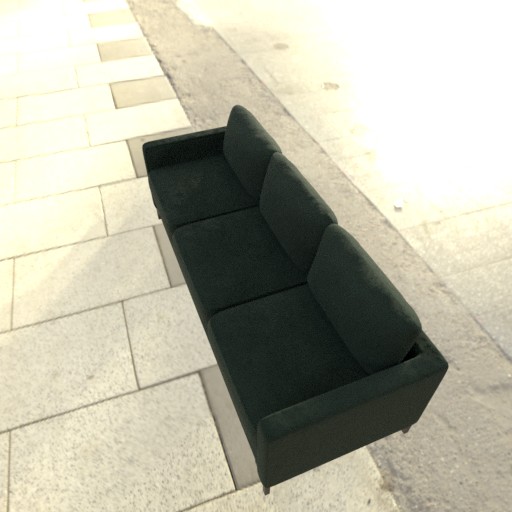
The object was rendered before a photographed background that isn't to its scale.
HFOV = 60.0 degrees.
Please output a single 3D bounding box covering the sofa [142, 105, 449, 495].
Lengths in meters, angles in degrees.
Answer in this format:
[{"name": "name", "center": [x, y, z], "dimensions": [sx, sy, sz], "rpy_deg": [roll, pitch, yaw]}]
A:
[{"name": "sofa", "center": [0.000, 0.000, 2.596], "dimensions": [0.859, 0.870, 2.218], "rpy_deg": [-16, 47, -15]}]
